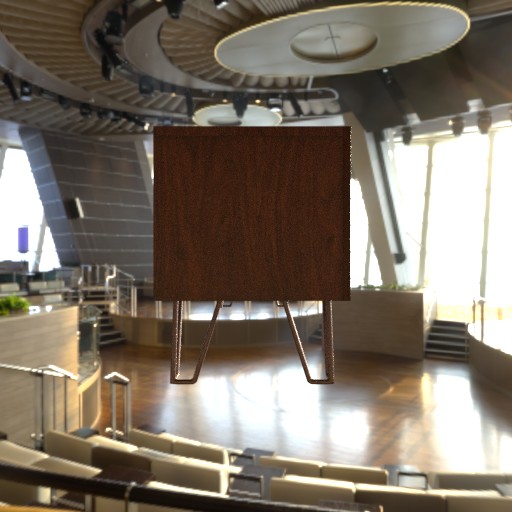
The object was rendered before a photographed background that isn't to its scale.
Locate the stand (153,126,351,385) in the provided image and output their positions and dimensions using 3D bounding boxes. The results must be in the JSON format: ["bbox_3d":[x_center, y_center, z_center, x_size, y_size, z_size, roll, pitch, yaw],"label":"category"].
[{"bbox_3d":[0.000,0.000,1.839,0.481,0.610,1.626,0,0,0],"label":"stand"}]
